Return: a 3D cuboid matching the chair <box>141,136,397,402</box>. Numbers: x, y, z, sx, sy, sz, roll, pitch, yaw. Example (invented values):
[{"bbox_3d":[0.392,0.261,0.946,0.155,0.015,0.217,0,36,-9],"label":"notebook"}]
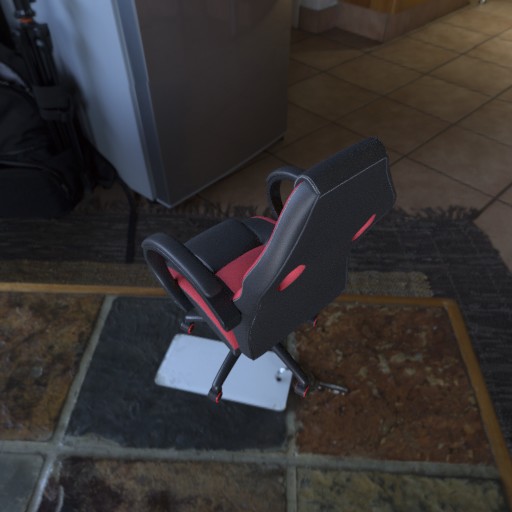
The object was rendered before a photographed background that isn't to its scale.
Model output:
[{"bbox_3d":[0.000,0.000,1.644,0.673,1.187,0.724,-32,54,-27],"label":"chair"}]
